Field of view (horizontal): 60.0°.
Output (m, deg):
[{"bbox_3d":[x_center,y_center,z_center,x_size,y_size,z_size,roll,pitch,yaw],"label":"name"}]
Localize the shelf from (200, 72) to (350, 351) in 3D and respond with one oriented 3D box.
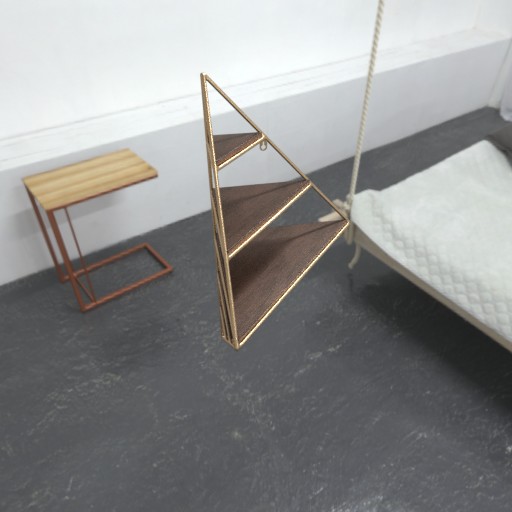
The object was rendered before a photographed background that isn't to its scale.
[{"bbox_3d":[0.000,0.000,1.201,0.294,0.913,0.564,24,47,25],"label":"shelf"}]
